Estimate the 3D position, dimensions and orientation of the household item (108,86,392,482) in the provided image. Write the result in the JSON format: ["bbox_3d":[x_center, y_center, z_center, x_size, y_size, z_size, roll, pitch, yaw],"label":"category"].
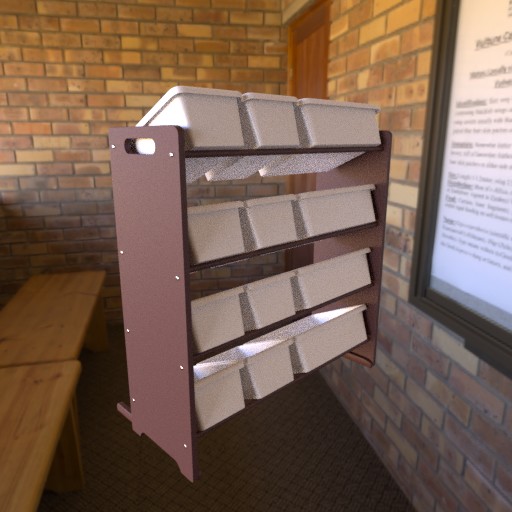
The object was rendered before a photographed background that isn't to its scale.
[{"bbox_3d":[0.000,0.000,1.306,0.787,0.864,0.389,-14,20,-43],"label":"household item"}]
